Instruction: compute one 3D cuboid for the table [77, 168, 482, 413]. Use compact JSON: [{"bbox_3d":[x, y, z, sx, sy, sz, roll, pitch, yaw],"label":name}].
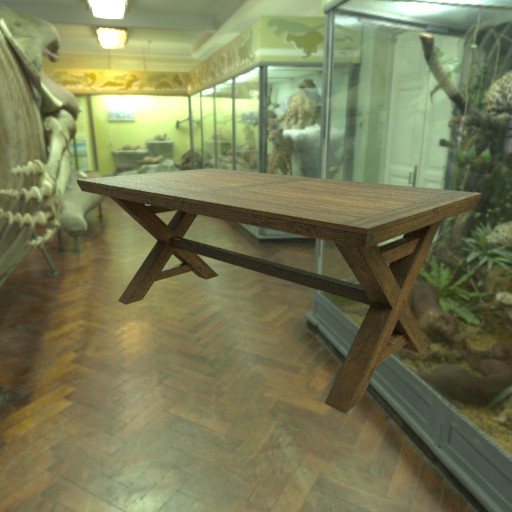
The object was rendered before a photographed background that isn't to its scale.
[{"bbox_3d":[0.000,0.000,2.508,1.966,0.793,1.071,15,22,41],"label":"table"}]
